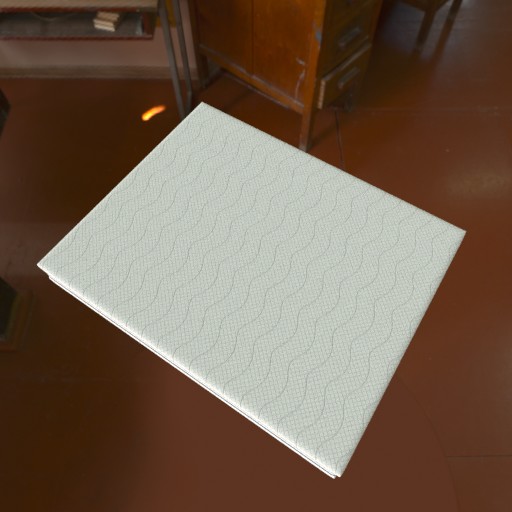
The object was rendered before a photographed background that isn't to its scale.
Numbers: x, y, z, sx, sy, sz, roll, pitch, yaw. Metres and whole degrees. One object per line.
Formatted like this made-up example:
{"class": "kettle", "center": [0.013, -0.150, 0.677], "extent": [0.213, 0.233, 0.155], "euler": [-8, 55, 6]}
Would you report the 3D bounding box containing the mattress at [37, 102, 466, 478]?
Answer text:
{"class": "mattress", "center": [0.000, 0.000, 2.715], "extent": [2.000, 0.230, 1.600], "euler": [30, 65, 15]}
